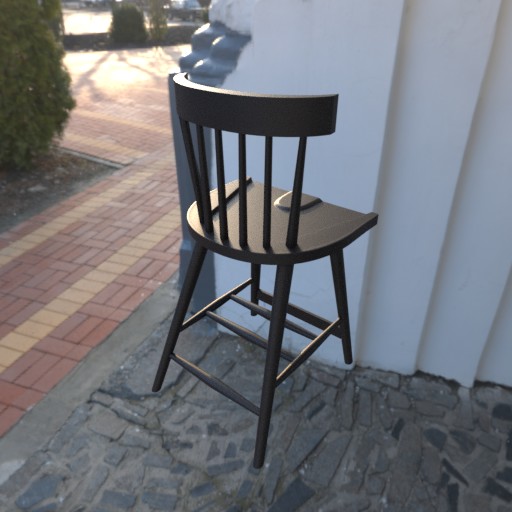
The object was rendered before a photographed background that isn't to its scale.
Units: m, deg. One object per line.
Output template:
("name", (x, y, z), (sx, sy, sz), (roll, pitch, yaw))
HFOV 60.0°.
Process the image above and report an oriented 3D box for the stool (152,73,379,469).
("stool", (0.000, 0.000, 1.285), (0.494, 0.953, 0.549), (22, 37, 33))
